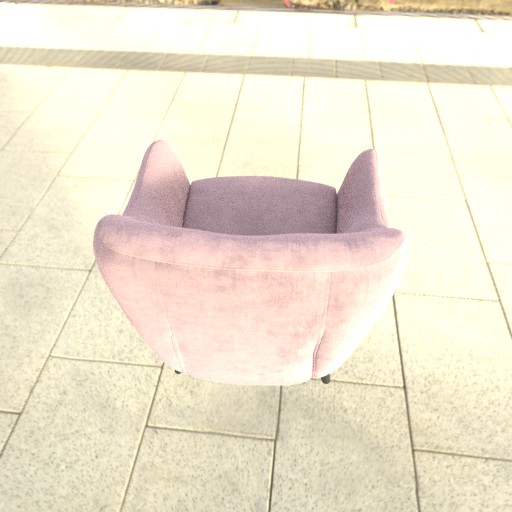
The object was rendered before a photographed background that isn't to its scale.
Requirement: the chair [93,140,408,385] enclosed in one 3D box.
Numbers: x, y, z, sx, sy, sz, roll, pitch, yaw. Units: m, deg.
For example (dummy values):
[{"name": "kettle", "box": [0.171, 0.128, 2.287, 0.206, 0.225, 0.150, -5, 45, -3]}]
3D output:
[{"name": "chair", "box": [0.000, 0.000, 1.504, 0.840, 0.820, 0.820, 3, 47, 3]}]
